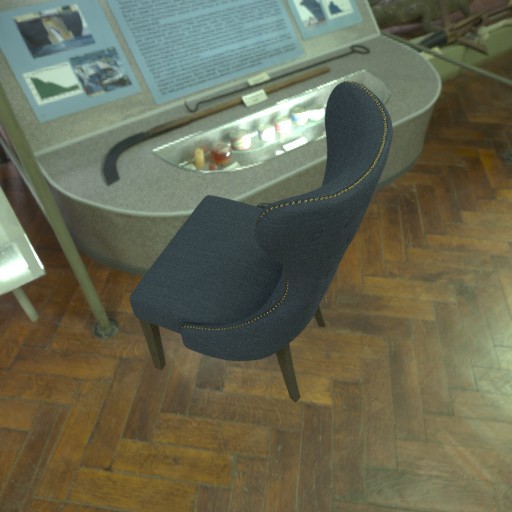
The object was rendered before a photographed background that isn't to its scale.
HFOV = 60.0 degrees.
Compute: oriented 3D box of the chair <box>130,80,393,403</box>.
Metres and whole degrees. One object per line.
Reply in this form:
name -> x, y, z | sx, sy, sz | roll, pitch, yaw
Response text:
chair -> 0.000, 0.000, 1.403 | 0.635, 0.967, 0.628 | 16, 49, 15
